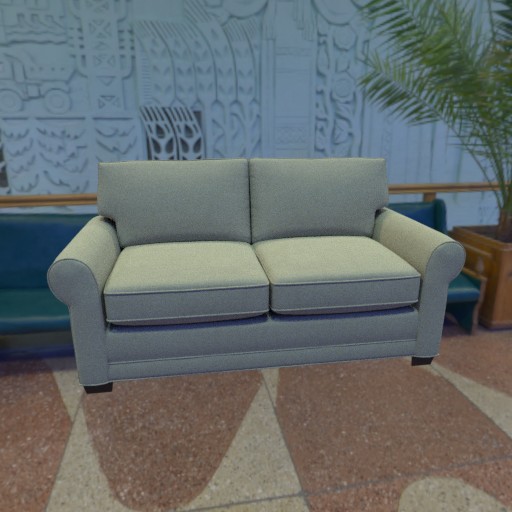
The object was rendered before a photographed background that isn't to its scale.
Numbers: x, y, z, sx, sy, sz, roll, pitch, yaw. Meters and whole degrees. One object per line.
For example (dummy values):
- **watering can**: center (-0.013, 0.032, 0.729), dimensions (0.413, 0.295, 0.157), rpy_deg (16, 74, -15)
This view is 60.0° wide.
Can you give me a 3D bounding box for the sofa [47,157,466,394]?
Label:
- **sofa**: center (0.000, 0.000, 2.254), dimensions (1.774, 0.933, 0.861), rpy_deg (-3, 18, -8)
